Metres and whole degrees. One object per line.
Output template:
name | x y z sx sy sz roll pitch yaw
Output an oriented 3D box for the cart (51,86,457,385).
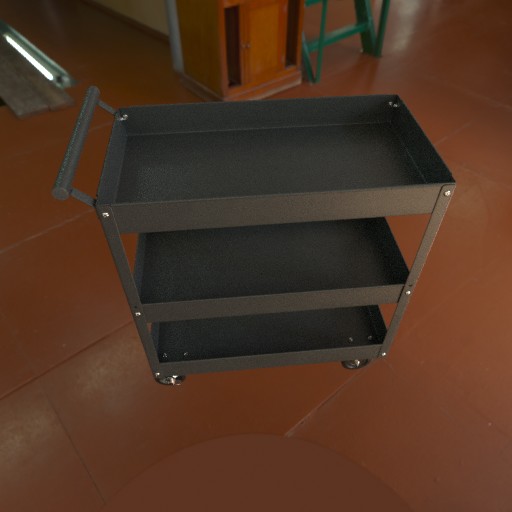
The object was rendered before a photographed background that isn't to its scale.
cart | 0.000 0.000 1.159 0.719 0.780 0.366 -4 47 -4
